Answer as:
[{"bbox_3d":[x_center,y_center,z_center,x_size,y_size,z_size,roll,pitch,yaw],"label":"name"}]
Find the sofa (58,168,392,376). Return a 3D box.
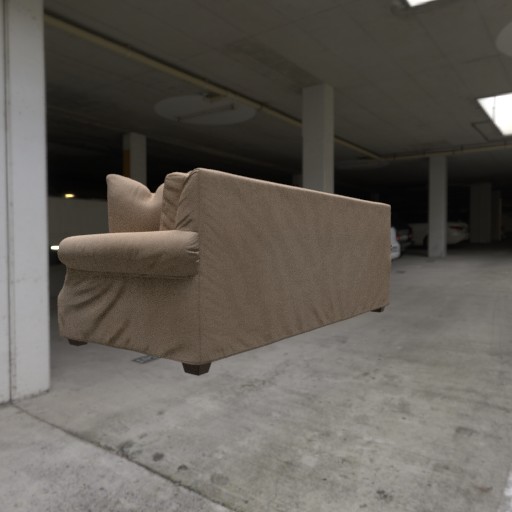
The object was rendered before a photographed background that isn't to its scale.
[{"bbox_3d":[0.000,0.000,2.892,1.067,0.904,2.285,1,2,36],"label":"sofa"}]
